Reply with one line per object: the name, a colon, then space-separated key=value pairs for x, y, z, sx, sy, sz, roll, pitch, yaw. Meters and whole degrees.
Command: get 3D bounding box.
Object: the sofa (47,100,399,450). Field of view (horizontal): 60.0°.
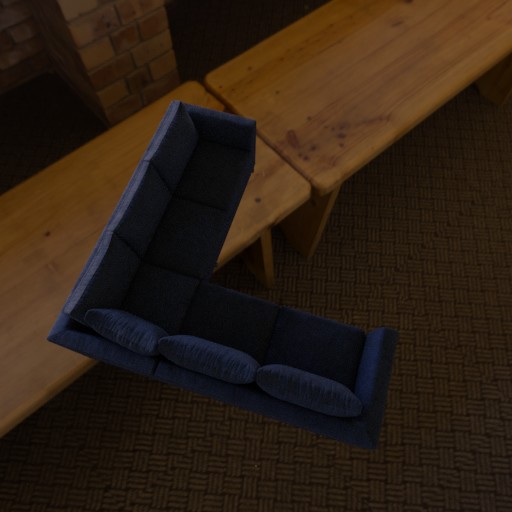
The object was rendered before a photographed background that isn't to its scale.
sofa: x=0.000 y=0.000 z=3.825 sx=2.472 sy=0.988 sz=2.463 roll=16 pitch=66 yaw=7
